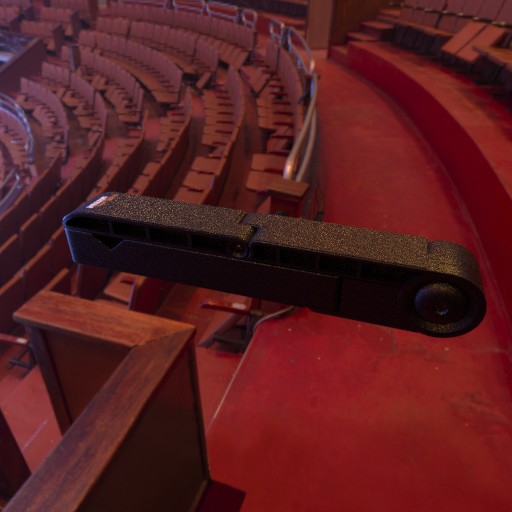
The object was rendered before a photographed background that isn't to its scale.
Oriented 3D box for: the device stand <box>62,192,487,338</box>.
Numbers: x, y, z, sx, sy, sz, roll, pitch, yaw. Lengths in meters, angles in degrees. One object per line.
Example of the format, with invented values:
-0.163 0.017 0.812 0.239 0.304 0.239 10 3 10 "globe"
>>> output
0.000 0.000 0.190 0.179 0.030 0.026 10 33 15 "device stand"
